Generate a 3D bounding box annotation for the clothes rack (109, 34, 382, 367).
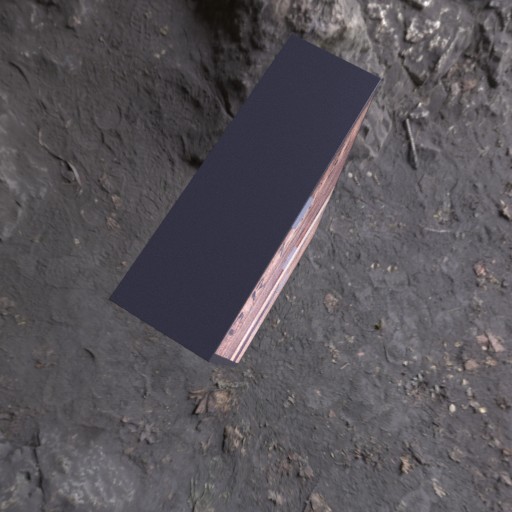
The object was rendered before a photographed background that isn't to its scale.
[{"bbox_3d":[0.000,0.000,1.586,0.250,1.280,0.750,30,77,7],"label":"clothes rack"}]
